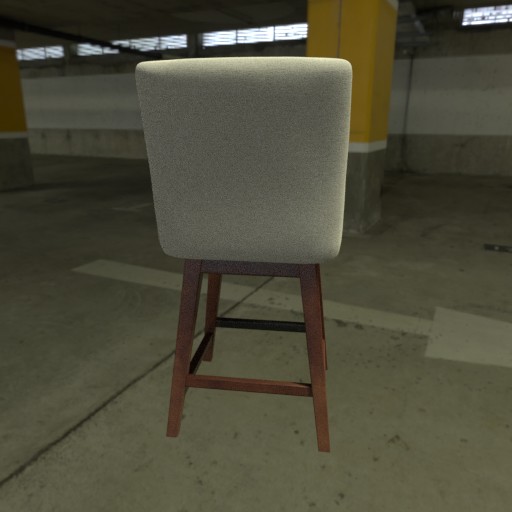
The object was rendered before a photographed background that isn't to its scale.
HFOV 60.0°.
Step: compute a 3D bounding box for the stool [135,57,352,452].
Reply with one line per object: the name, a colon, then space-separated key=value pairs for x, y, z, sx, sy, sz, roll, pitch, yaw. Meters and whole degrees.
stool: x=0.000 y=0.000 z=1.276 sx=0.469 sy=0.991 sz=0.559 roll=2 pitch=17 yaw=7
